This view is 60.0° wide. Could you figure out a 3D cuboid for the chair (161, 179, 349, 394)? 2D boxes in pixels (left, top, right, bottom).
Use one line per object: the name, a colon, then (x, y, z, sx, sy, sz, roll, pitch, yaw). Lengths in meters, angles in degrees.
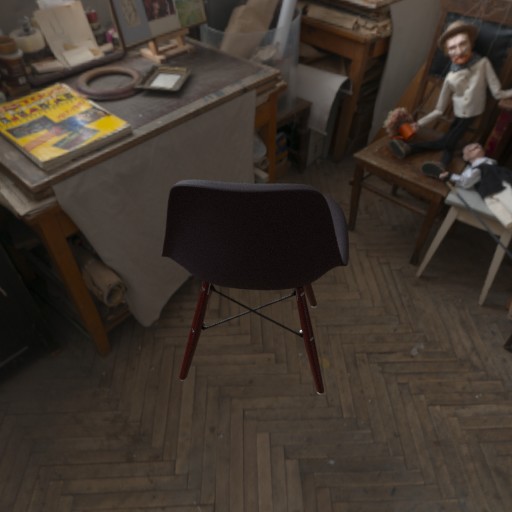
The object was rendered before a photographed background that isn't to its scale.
chair: (0.000, 0.000, 1.147, 0.470, 0.826, 0.533, 3, 46, 3)
